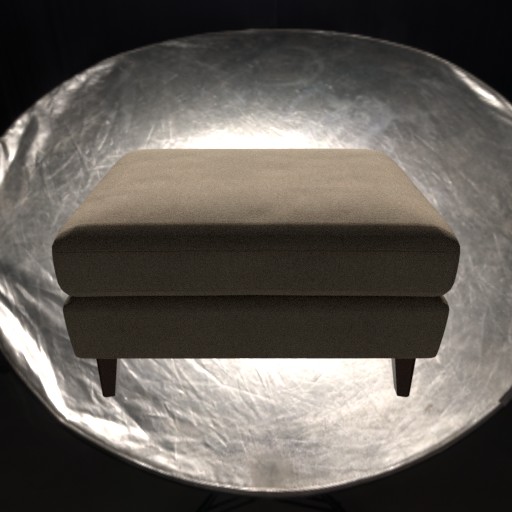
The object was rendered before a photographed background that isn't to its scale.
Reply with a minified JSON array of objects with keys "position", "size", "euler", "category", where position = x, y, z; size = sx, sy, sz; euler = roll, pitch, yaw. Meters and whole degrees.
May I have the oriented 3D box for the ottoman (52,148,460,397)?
[{"position":[0.000,0.000,1.202],"size":[0.823,0.478,0.610],"euler":[0,30,0],"category":"ottoman"}]
